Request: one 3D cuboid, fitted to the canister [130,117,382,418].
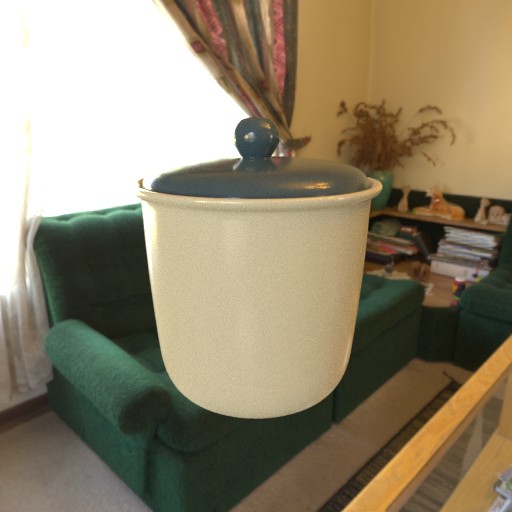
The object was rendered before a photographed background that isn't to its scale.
[{"bbox_3d":[0.000,0.000,0.347,0.182,0.208,0.182,0,17,0],"label":"canister"}]
